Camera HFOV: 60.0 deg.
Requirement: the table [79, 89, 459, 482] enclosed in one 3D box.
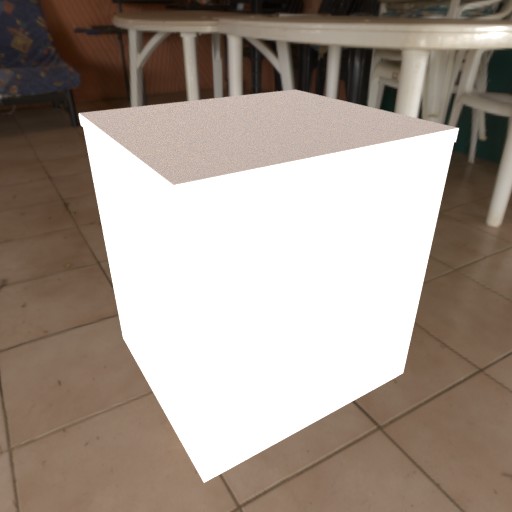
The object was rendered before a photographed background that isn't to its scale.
[{"bbox_3d":[0.000,0.000,0.765,0.420,0.460,0.380,-17,34,-27],"label":"table"}]
